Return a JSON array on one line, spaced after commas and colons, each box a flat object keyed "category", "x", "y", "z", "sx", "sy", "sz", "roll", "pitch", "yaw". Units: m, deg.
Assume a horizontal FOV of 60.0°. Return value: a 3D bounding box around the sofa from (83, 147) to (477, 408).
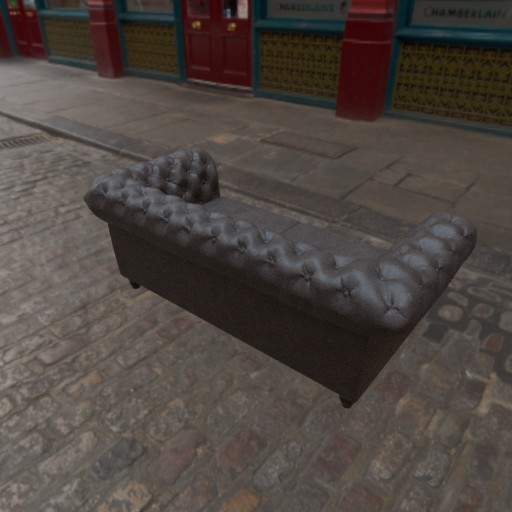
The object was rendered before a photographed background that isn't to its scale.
[{"category": "sofa", "x": 0.000, "y": 0.000, "z": 2.524, "sx": 2.048, "sy": 0.779, "sz": 0.944, "roll": 22, "pitch": 37, "yaw": 33}]
